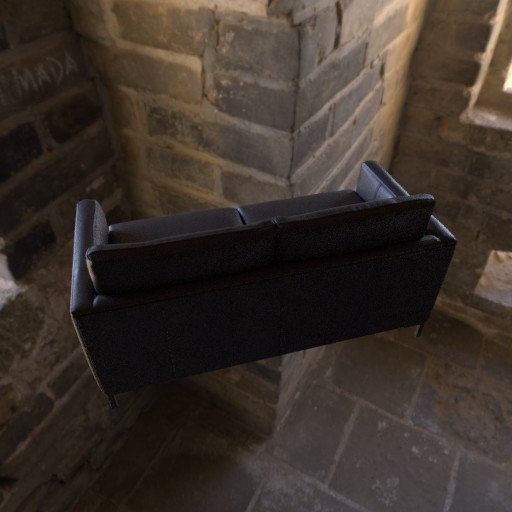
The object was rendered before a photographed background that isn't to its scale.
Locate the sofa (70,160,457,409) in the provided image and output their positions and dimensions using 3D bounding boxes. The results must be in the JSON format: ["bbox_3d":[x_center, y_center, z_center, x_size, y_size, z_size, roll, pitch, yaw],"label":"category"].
[{"bbox_3d":[0.000,0.000,2.385,1.805,0.883,0.947,-12,41,-14],"label":"sofa"}]
